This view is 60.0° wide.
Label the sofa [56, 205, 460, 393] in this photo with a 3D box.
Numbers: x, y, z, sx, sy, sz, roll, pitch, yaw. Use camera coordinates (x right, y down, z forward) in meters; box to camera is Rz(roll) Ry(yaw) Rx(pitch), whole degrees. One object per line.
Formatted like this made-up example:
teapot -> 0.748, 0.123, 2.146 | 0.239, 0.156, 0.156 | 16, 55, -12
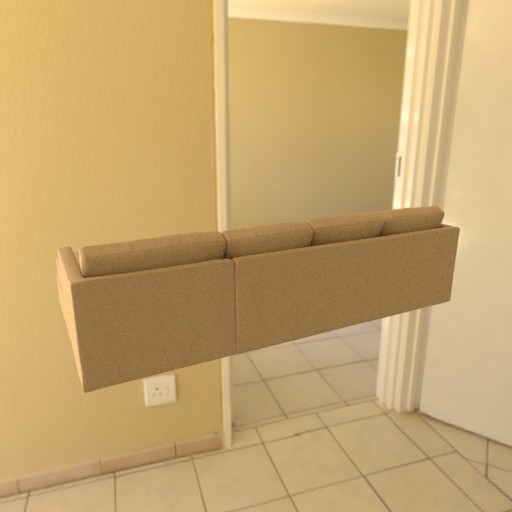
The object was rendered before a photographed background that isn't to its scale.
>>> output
sofa -> 0.000, 0.000, 3.907 | 3.177, 0.867, 1.622 | -8, 18, -26
